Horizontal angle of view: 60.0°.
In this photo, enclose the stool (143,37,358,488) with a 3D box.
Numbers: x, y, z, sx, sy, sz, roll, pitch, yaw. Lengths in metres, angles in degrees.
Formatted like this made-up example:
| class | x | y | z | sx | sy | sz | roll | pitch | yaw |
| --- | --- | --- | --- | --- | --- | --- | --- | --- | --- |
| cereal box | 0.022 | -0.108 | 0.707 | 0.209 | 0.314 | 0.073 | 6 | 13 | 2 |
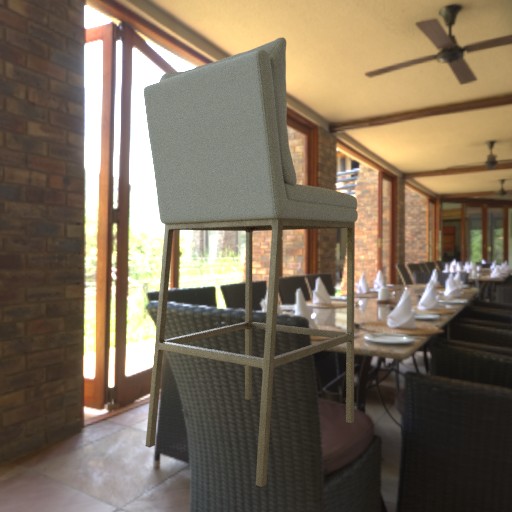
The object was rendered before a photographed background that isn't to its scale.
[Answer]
| class | x | y | z | sx | sy | sz | roll | pitch | yaw |
| --- | --- | --- | --- | --- | --- | --- | --- | --- | --- |
| stool | 0.000 | 0.000 | 1.407 | 0.463 | 1.125 | 0.572 | 0 | 0 | 35 |
